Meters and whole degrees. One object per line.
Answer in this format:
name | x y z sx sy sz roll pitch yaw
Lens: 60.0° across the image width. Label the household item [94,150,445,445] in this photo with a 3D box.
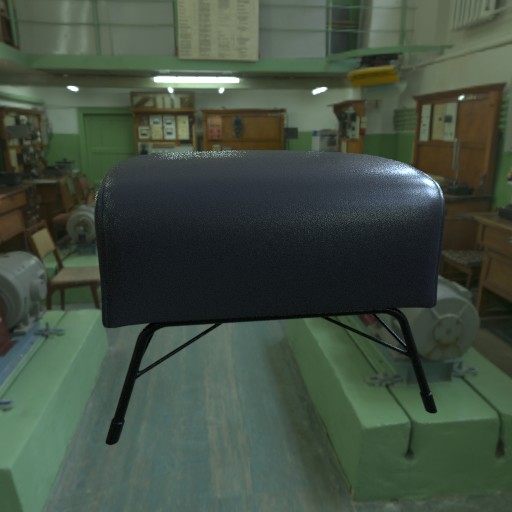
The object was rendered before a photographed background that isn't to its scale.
household item | 0.000 0.000 0.886 0.530 0.410 0.530 -2 16 -8
